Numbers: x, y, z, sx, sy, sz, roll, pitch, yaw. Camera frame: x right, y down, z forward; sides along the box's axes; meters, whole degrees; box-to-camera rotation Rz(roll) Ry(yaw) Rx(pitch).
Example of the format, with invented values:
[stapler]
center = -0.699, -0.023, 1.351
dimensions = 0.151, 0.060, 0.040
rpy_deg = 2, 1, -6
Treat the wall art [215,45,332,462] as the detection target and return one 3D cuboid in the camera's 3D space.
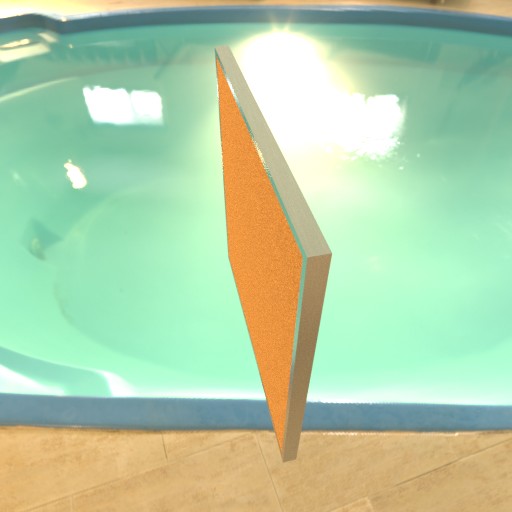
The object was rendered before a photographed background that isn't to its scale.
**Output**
[wall art]
center = 0.000, 0.000, 1.202
dimensions = 0.038, 0.806, 0.806
rpy_deg = -10, 46, -9
